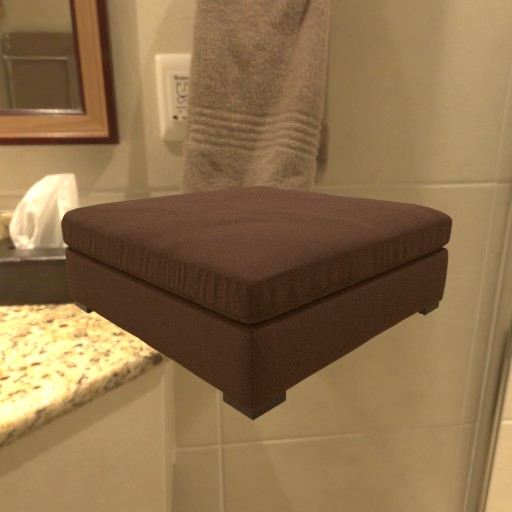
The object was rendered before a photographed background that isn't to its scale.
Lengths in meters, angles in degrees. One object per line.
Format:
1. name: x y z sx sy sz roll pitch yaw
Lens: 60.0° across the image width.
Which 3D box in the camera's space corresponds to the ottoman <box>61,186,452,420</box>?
1. ottoman: 0.000 0.000 1.877 1.181 0.470 1.181 -15 22 -42
